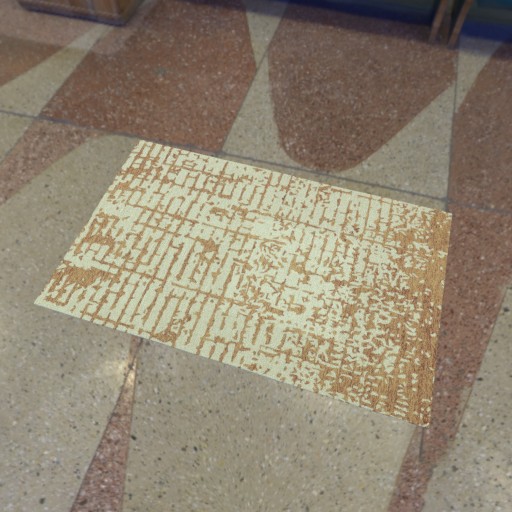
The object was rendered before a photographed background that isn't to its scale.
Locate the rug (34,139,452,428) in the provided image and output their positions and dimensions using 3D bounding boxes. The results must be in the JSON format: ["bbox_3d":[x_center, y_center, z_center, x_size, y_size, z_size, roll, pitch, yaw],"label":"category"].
[{"bbox_3d":[0.000,0.000,2.954,2.435,0.011,1.517,15,59,9],"label":"rug"}]
